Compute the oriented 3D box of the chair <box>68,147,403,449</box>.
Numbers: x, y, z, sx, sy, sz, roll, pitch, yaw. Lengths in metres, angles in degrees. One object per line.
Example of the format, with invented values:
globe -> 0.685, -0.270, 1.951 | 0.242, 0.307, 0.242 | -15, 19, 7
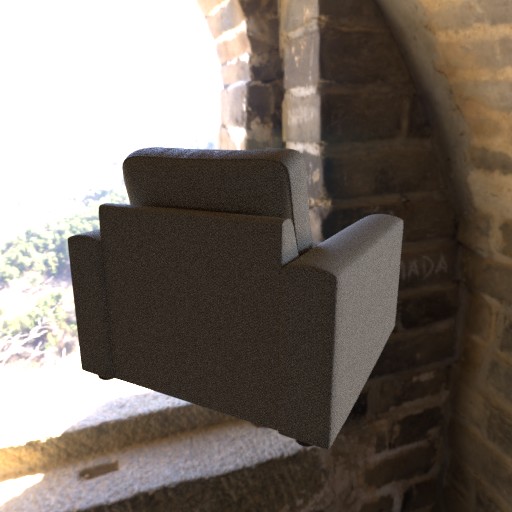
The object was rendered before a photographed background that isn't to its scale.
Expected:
chair -> 0.000, 0.000, 1.817 | 1.005, 0.873, 1.016 | 8, 17, 26
